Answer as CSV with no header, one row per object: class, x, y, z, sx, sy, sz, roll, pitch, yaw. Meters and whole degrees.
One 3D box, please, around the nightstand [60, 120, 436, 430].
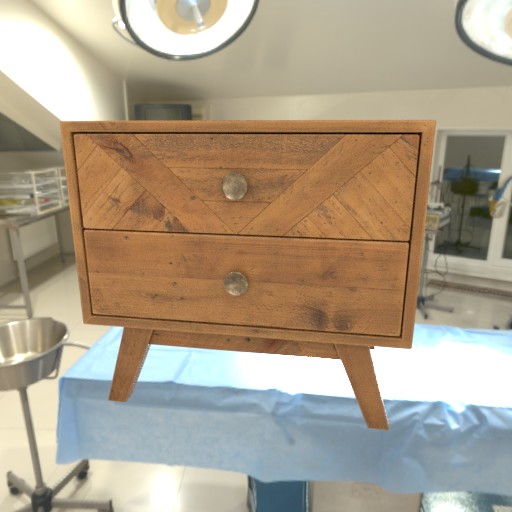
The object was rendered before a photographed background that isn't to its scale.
nightstand,0.000,0.000,1.036,0.650,0.599,0.450,3,16,9
